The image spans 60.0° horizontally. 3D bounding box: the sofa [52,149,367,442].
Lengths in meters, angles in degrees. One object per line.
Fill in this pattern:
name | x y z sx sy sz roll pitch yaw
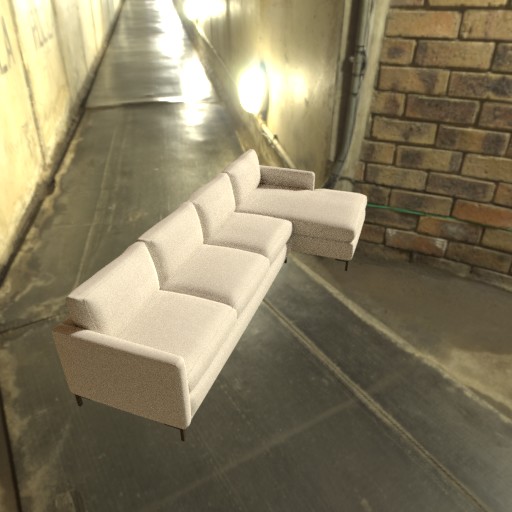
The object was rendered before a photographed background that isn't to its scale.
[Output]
sofa | 0.000 0.000 2.902 1.126 0.677 2.445 11 33 17
